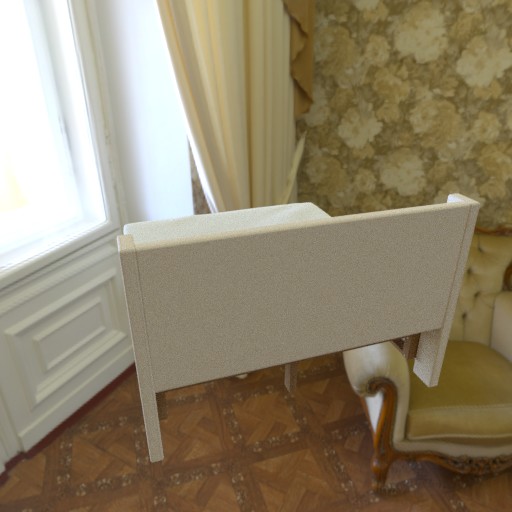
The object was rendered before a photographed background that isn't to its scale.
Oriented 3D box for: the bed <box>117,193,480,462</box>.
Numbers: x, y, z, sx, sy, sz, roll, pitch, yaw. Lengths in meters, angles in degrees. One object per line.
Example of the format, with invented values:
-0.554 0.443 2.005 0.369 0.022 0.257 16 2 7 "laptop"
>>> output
0.000 0.000 3.691 2.145 1.471 2.293 -9 28 -17 "bed"
